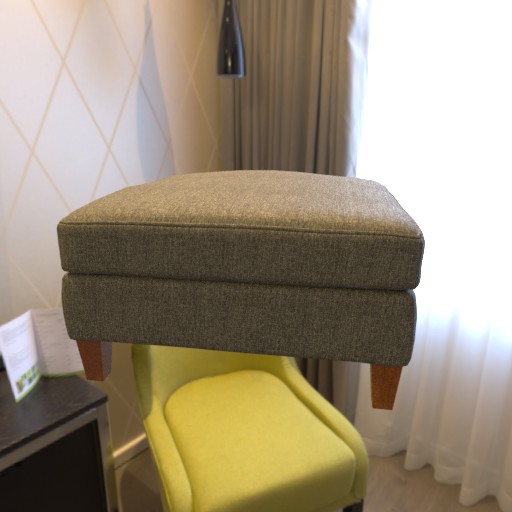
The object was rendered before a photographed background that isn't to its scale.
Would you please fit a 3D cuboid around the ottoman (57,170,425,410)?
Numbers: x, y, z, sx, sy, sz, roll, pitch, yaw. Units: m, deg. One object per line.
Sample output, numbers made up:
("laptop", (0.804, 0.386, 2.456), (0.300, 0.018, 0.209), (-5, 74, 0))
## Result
("ottoman", (0.000, 0.000, 1.379), (0.838, 0.481, 0.838), (3, 17, 9))
